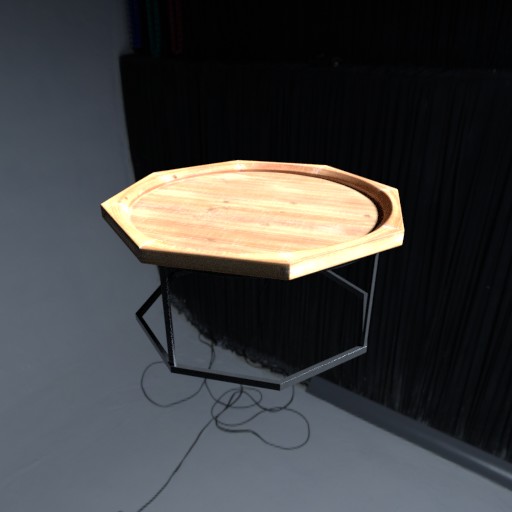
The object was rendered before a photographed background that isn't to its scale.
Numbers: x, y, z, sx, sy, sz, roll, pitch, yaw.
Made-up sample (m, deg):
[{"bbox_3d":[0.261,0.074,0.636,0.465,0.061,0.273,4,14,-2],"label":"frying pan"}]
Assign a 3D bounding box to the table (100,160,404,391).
[{"bbox_3d":[0.000,0.000,1.574,1.002,0.444,1.002,0,26,0],"label":"table"}]
